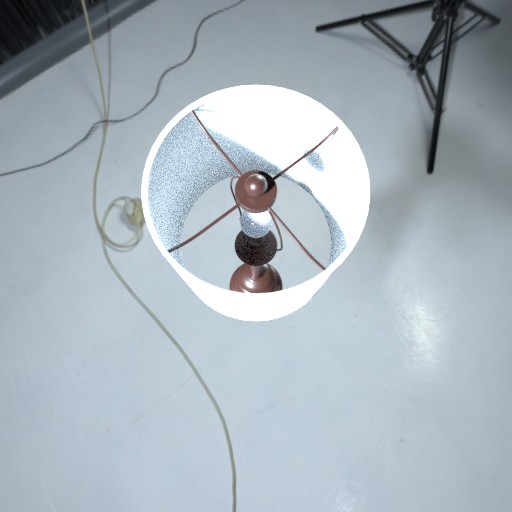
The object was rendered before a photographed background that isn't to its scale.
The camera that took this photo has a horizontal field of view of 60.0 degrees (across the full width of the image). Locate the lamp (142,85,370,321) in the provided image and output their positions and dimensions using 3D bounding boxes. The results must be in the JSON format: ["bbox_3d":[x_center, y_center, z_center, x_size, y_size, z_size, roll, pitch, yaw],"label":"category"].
[{"bbox_3d":[0.000,0.000,0.814,0.254,0.690,0.254,-37,79,-8],"label":"lamp"}]
